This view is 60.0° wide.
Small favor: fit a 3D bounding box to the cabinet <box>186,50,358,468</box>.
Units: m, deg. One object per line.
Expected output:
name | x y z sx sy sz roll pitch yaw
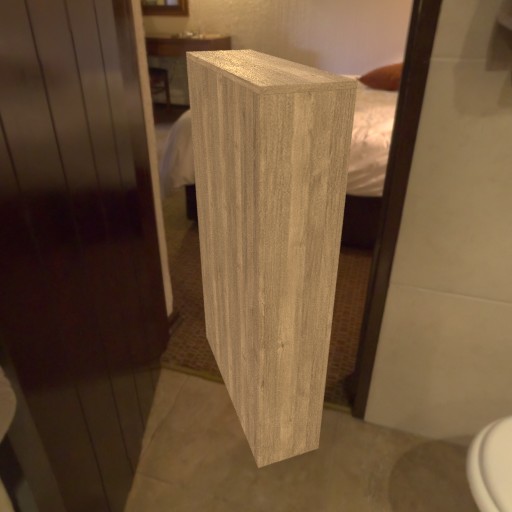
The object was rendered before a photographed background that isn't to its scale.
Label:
cabinet | 0.000 0.000 1.593 0.250 1.280 0.750 -10 32 -17
